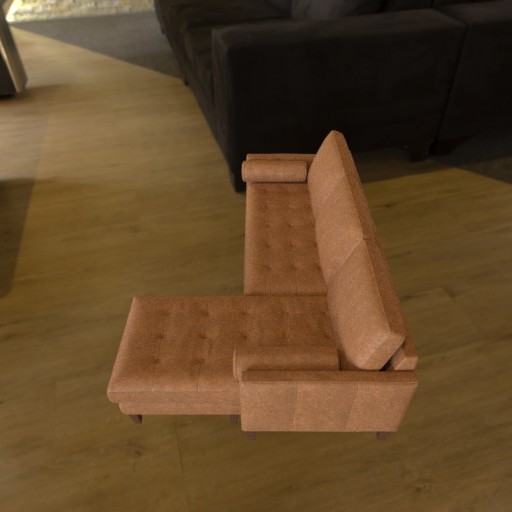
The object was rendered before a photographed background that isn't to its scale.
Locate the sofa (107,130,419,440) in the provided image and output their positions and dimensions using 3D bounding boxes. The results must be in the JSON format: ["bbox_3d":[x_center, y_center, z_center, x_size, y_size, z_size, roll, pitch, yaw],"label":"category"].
[{"bbox_3d":[0.000,0.000,2.952,1.506,0.876,2.178,0,41,0],"label":"sofa"}]
